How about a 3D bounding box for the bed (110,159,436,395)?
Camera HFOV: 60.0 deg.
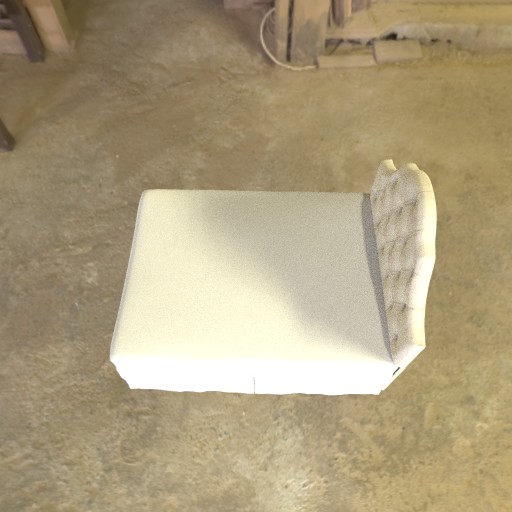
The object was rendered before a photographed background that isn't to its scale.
[{"bbox_3d":[0.000,0.000,3.288,2.092,1.575,1.627,1,59,1],"label":"bed"}]
